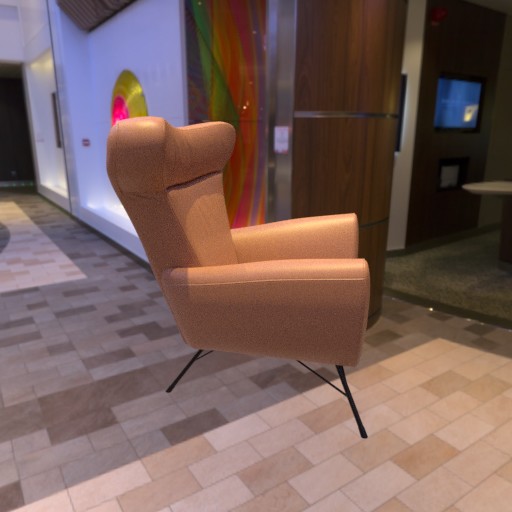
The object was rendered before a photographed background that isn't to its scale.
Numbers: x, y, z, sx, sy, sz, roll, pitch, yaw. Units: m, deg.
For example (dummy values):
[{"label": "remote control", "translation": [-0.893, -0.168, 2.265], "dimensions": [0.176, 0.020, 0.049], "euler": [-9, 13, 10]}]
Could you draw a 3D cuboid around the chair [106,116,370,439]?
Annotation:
[{"label": "chair", "translation": [0.000, 0.000, 1.780], "dimensions": [0.900, 1.050, 0.980], "euler": [3, 16, 10]}]
